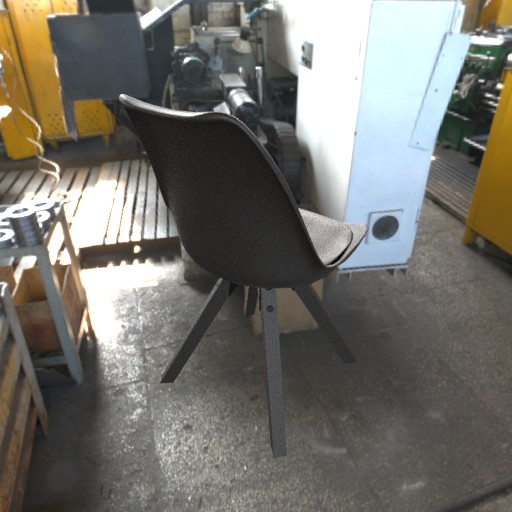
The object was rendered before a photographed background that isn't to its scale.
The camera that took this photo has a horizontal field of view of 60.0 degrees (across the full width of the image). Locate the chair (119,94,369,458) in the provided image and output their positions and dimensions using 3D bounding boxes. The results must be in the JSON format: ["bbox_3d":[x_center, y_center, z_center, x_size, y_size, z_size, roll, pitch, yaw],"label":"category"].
[{"bbox_3d":[0.000,0.000,1.142,0.485,0.850,0.550,21,37,31],"label":"chair"}]
